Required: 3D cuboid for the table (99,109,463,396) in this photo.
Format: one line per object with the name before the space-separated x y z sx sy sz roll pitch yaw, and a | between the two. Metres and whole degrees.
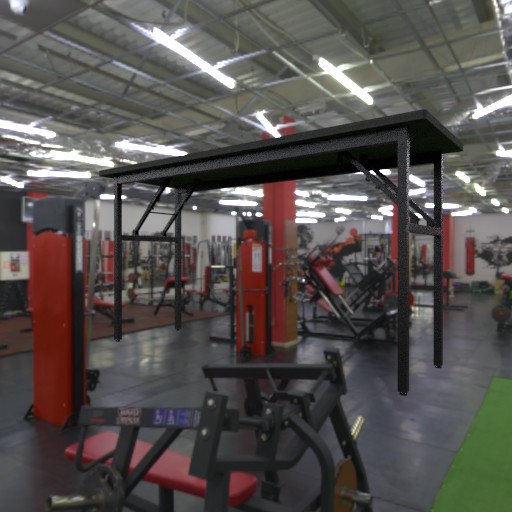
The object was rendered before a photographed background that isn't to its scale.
table | 0.000 0.000 1.720 1.399 0.750 0.449 0 0 36
